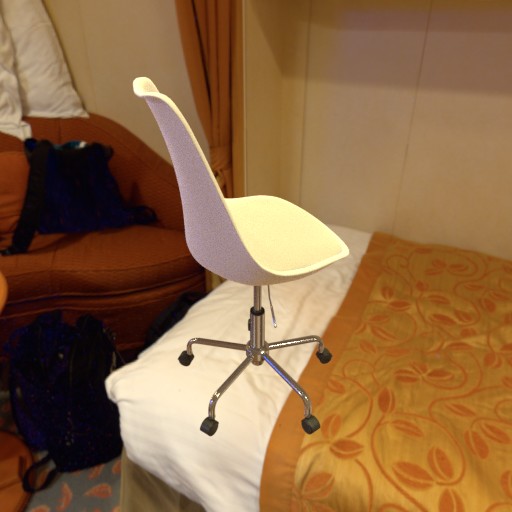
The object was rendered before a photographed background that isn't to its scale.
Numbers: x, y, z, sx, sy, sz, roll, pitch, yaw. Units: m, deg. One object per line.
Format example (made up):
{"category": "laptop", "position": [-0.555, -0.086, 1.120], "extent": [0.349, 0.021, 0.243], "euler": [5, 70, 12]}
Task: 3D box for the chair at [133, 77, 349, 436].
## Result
{"category": "chair", "position": [0.000, 0.000, 1.245], "extent": [0.550, 0.930, 0.550], "euler": [-10, 31, -17]}
